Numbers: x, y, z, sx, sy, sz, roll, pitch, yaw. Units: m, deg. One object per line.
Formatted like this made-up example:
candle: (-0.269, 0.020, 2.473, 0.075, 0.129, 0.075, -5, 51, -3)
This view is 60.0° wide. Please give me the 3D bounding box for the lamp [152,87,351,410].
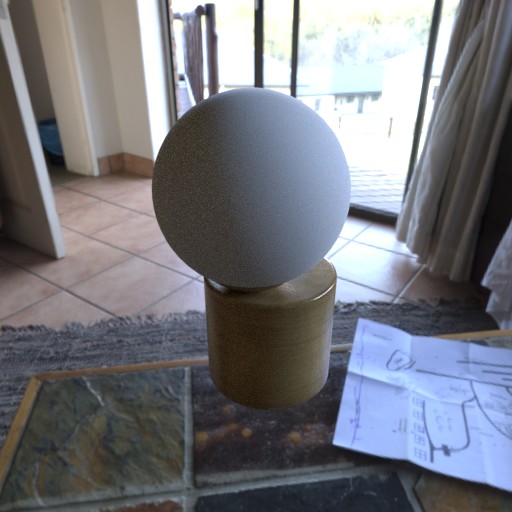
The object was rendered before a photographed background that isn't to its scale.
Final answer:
lamp: (0.000, 0.000, 0.350, 0.141, 0.250, 0.152, 19, 32, 33)
